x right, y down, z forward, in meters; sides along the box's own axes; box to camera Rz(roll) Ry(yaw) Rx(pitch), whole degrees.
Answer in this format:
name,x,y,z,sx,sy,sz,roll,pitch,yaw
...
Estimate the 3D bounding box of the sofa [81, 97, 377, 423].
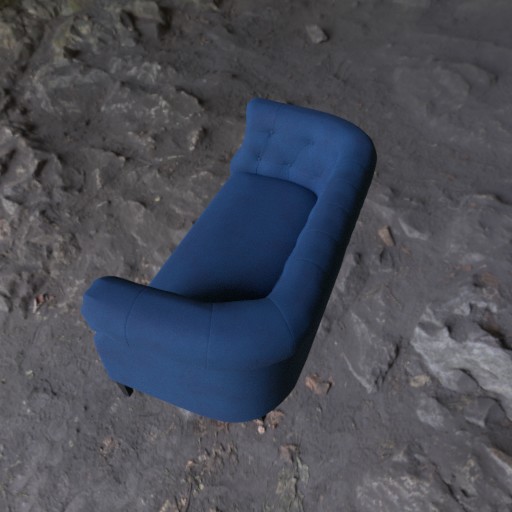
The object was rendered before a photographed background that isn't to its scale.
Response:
name,x,y,z,sx,sy,sz,roll,pitch,yaw
sofa,0.000,0.000,2.094,0.835,0.827,1.558,16,48,15
